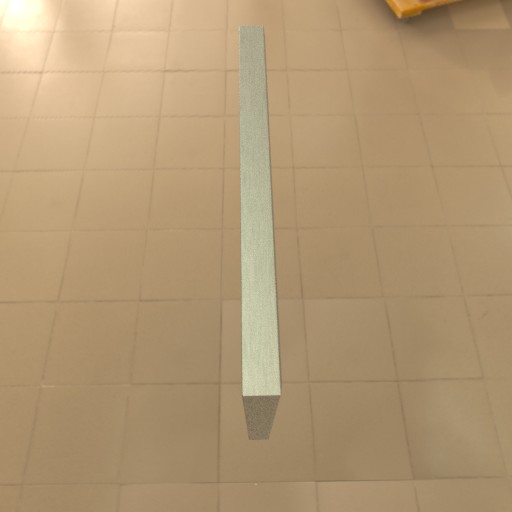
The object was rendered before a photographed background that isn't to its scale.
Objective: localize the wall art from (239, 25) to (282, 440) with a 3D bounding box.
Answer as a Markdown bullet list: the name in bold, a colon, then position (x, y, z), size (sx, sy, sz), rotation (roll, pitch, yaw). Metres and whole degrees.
- **wall art**: position (0.000, 0.000, 0.530), size (0.028, 0.330, 0.380), rotation (-1, 63, -1)
